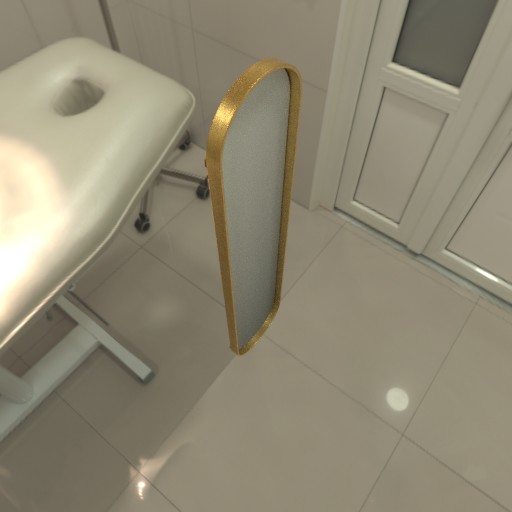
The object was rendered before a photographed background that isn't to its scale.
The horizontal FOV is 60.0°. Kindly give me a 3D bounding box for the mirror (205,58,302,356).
[{"bbox_3d":[0.000,0.000,1.056,0.032,0.991,0.222,33,63,19],"label":"mirror"}]
